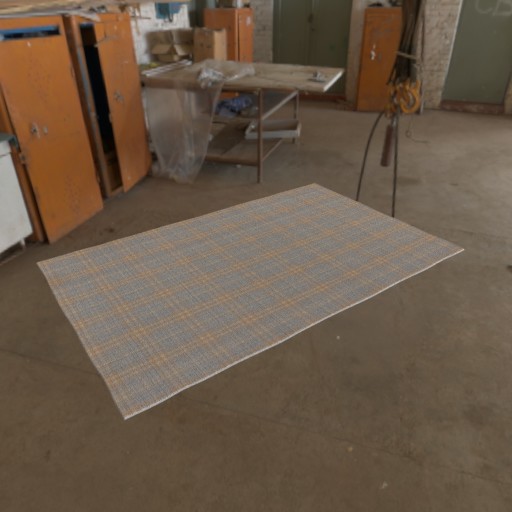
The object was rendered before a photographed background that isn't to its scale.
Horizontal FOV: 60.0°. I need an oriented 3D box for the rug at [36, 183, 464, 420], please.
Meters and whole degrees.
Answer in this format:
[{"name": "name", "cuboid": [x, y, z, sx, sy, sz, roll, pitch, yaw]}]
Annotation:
[{"name": "rug", "cuboid": [0.000, 0.000, 2.990, 2.460, 0.016, 1.545, -20, 36, -30]}]
